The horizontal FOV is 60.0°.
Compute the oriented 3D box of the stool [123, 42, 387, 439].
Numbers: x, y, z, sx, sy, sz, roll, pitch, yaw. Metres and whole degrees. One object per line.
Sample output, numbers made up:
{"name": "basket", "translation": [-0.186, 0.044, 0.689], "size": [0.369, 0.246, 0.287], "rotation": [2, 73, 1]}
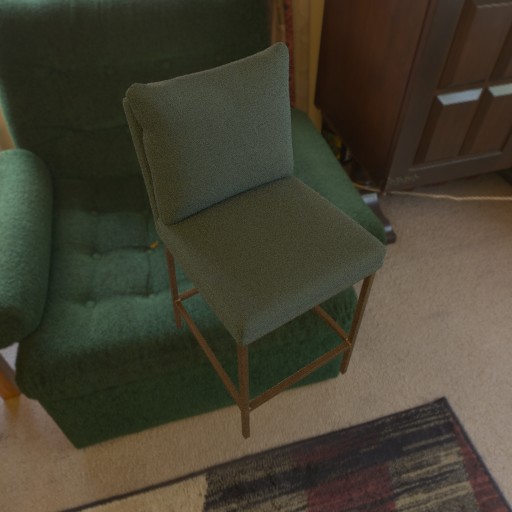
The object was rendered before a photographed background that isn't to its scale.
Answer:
{"name": "stool", "translation": [0.000, 0.000, 1.329], "size": [0.463, 1.032, 0.568], "rotation": [-26, 52, -22]}
